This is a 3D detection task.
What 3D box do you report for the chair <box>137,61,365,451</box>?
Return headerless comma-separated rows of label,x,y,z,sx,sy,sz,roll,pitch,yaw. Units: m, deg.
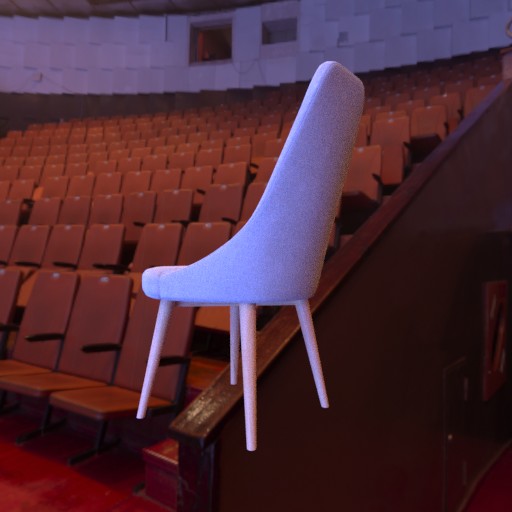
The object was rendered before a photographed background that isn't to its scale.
chair,0.000,0.000,1.432,0.660,1.040,0.510,0,0,37
